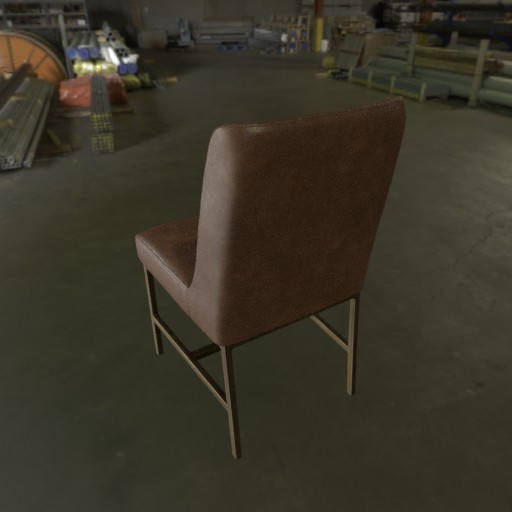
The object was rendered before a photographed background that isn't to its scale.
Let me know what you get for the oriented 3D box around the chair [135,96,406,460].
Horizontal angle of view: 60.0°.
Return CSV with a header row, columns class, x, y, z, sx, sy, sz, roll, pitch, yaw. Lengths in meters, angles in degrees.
class,x,y,z,sx,sy,sz,roll,pitch,yaw
chair,0.000,0.000,1.234,0.508,0.889,0.587,-18,34,-28
